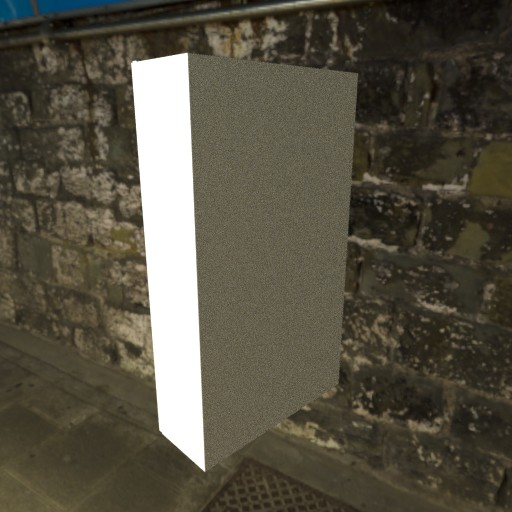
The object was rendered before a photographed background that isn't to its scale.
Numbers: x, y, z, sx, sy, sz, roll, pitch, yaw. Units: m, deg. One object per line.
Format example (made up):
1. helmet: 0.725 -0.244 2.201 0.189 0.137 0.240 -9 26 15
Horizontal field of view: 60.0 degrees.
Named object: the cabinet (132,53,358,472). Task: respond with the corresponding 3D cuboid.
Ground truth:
1. cabinet: 0.000 0.000 2.743 1.250 2.160 0.480 -16 23 -41
